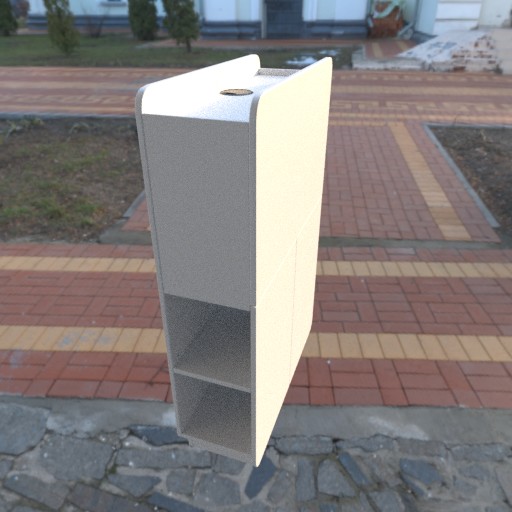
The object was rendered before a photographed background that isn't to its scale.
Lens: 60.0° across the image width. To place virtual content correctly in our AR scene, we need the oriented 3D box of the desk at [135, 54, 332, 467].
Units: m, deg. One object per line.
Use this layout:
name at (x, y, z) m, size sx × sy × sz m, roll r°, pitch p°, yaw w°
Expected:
desk at (0.000, 0.000, 1.514) m, size 0.278 × 1.190 × 0.795 m, roll 10°, pitch 31°, yaw 17°
